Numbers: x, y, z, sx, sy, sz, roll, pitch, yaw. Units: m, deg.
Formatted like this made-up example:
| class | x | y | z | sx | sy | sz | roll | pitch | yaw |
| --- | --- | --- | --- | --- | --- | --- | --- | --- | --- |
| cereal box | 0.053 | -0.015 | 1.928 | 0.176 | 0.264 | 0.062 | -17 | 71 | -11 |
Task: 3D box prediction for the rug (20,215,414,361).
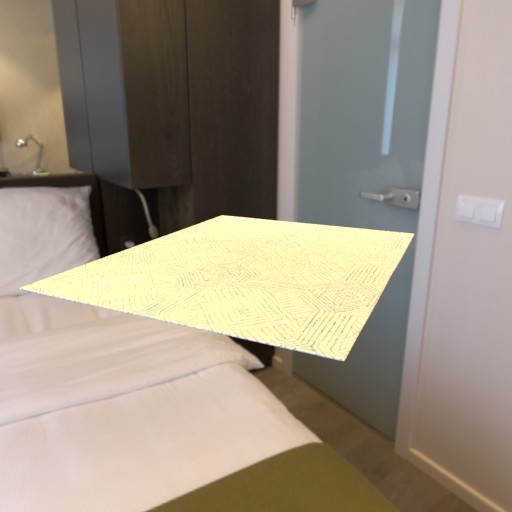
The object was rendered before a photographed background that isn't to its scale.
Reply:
| class | x | y | z | sx | sy | sz | roll | pitch | yaw |
| --- | --- | --- | --- | --- | --- | --- | --- | --- | --- |
| rug | 0.000 | 0.000 | 4.110 | 2.457 | 0.015 | 3.049 | 8 | 18 | 24 |
